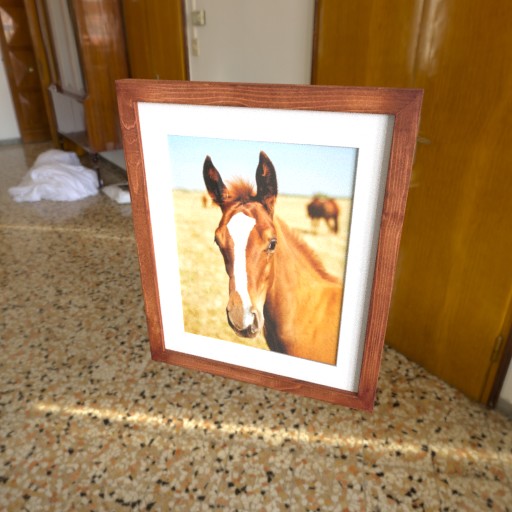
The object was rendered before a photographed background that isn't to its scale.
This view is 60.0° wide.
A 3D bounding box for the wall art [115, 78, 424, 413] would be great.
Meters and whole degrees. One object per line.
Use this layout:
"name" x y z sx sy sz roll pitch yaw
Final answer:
"wall art" 0.000 0.000 0.768 0.462 0.558 0.030 9 28 17
